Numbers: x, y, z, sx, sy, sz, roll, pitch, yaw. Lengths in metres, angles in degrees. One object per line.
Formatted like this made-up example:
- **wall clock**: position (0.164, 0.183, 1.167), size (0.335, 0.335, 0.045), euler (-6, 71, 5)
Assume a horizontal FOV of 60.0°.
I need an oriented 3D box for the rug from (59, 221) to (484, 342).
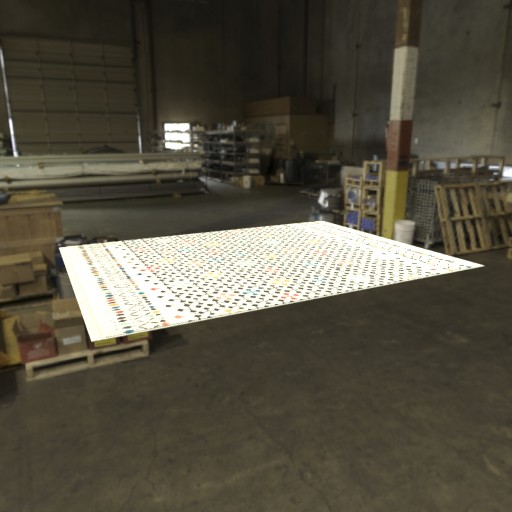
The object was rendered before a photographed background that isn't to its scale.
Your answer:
- **rug**: position (0.000, 0.000, 1.999), size (1.556, 0.006, 1.146), euler (-8, 17, -26)
